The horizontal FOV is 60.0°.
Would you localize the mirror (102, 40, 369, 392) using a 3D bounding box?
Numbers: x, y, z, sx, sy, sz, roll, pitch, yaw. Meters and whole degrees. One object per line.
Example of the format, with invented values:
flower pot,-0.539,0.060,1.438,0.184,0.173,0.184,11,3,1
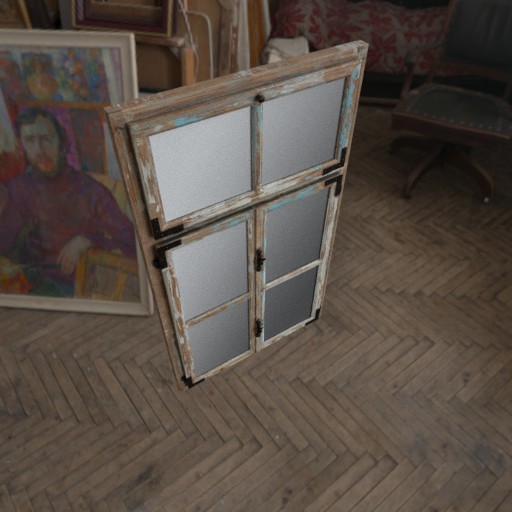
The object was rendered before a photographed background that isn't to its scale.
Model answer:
mirror,0.000,0.000,1.473,0.707,1.213,0.083,-24,51,-21
